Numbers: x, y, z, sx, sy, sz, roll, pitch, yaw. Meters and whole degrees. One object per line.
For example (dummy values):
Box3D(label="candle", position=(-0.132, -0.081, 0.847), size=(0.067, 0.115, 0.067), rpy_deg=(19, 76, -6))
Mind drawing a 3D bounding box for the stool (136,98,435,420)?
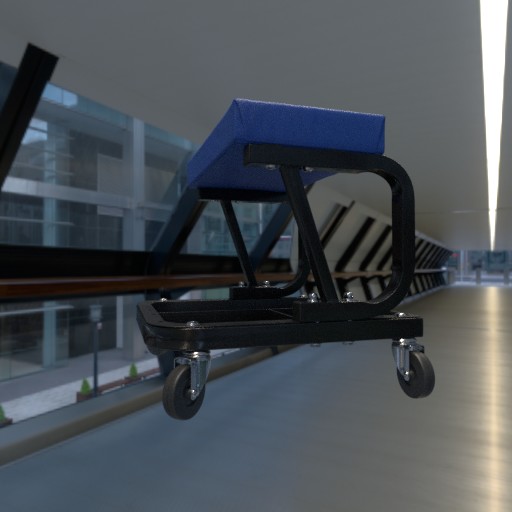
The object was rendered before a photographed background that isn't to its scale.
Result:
Box3D(label="stool", position=(0.000, 0.000, 0.728), size=(0.371, 0.380, 0.446), rpy_deg=(0, -1, -18))
